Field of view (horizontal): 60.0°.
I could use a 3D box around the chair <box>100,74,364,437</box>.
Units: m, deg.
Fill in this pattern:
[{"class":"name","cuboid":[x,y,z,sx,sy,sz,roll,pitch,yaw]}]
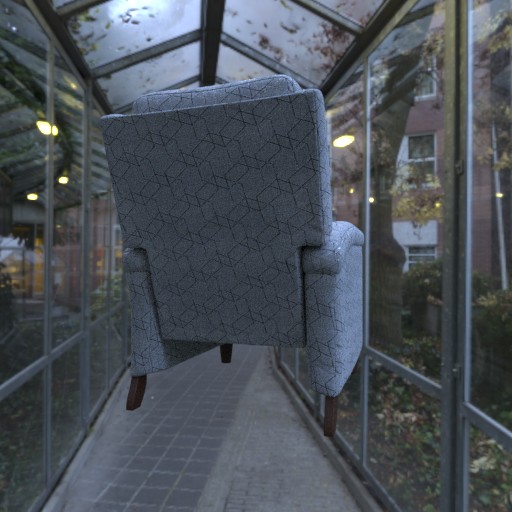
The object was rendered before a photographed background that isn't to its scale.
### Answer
[{"class":"chair","cuboid":[0.000,0.000,1.701,0.753,1.048,0.987,0,-1,19]}]
